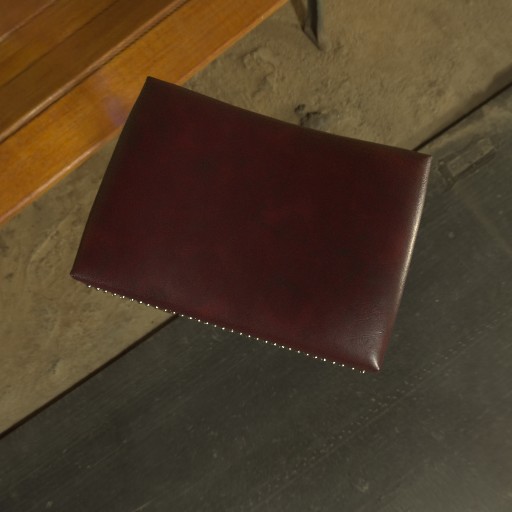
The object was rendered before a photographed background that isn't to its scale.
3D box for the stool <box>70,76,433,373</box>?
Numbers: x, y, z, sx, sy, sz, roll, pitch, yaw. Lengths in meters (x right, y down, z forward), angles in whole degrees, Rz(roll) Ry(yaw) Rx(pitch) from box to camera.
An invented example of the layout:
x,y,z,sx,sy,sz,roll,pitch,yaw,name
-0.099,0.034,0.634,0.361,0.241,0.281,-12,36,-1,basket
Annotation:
x,y,z,sx,sy,sz,roll,pitch,yaw,name
0.000,0.000,1.030,0.504,0.742,0.372,17,79,3,stool
